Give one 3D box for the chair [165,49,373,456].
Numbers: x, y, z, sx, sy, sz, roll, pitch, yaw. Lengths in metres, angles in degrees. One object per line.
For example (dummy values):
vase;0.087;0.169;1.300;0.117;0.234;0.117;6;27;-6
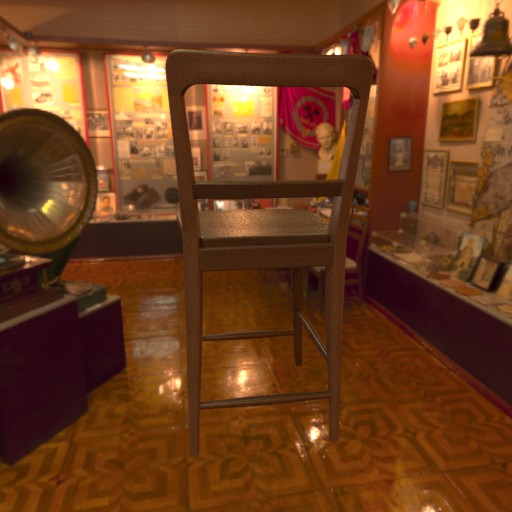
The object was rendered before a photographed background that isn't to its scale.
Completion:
chair;0.000;0.000;1.268;0.450;0.991;0.546;-2;15;-8
